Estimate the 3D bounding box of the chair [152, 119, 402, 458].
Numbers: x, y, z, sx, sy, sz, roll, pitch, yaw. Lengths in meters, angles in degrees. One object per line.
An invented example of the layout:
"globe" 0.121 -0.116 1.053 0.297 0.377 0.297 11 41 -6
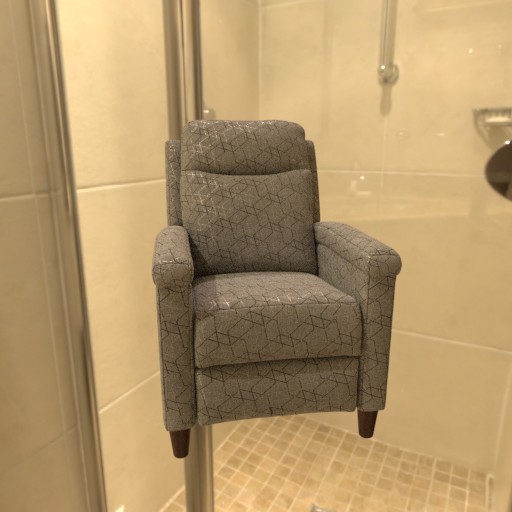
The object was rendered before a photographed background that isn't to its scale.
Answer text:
"chair" 0.000 0.000 1.718 0.753 1.048 0.987 -2 14 -9
